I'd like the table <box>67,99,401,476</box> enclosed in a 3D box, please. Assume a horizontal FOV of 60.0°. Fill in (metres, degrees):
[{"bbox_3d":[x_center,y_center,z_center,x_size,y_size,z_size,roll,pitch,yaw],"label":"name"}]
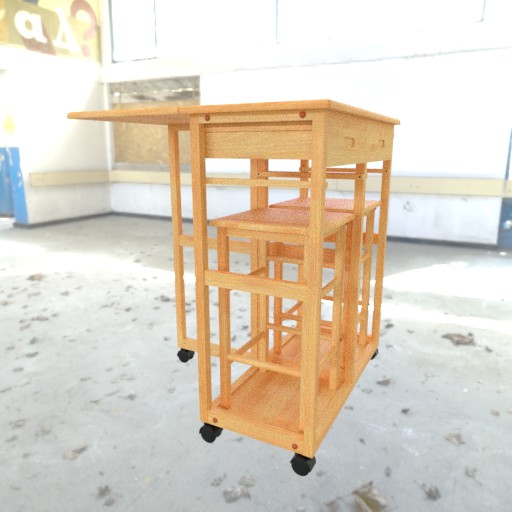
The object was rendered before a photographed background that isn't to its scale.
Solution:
[{"bbox_3d":[0.000,0.000,1.383,0.693,0.832,0.752,7,15,27],"label":"table"}]
